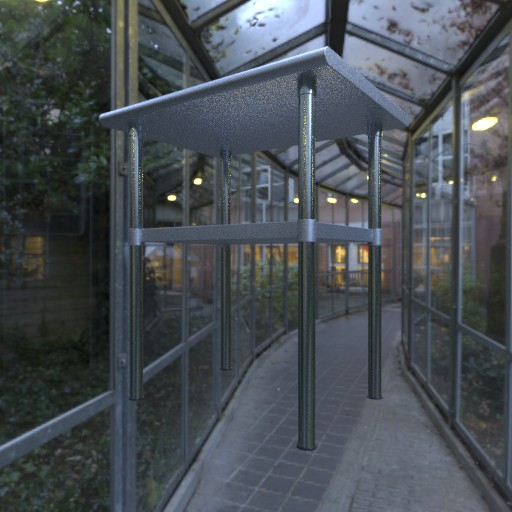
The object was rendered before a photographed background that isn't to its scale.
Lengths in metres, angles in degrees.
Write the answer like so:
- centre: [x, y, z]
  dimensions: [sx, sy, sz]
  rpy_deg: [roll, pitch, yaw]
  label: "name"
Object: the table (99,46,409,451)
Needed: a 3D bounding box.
- centre: [0.000, 0.000, 1.370]
  dimensions: [0.762, 0.876, 0.584]
  rpy_deg: [0, 0, 35]
  label: "table"
